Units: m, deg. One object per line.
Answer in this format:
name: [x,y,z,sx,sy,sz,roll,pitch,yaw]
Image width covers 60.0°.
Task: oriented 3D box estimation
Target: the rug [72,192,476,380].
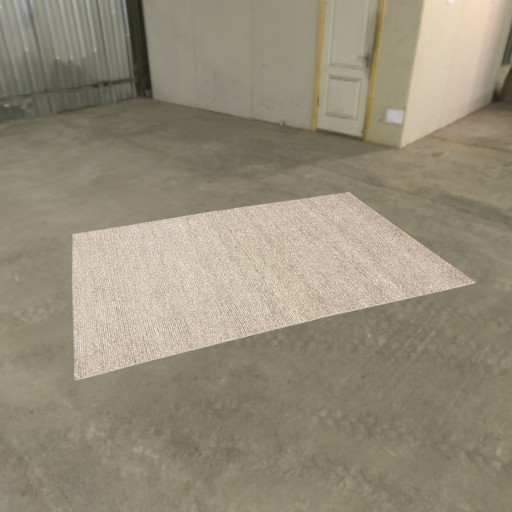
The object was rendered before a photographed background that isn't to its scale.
rug: [0.000,0.000,2.292,1.792,0.021,1.154,-11,33,-17]
